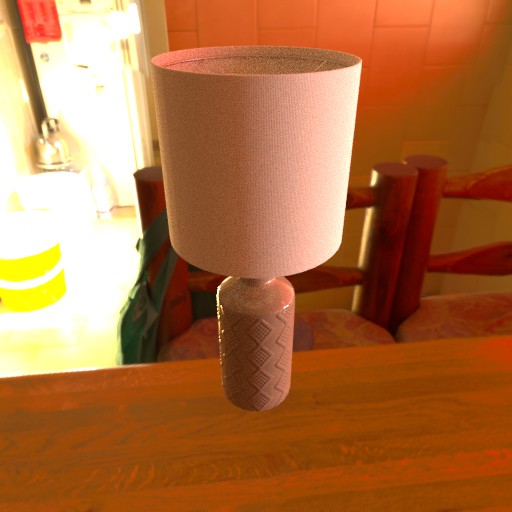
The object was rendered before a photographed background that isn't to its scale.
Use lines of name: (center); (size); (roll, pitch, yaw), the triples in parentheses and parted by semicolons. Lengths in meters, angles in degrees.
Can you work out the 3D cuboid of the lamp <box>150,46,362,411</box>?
lamp: (0.000, 0.000, 0.559); (0.207, 0.461, 0.207); (-21, 37, -31)
